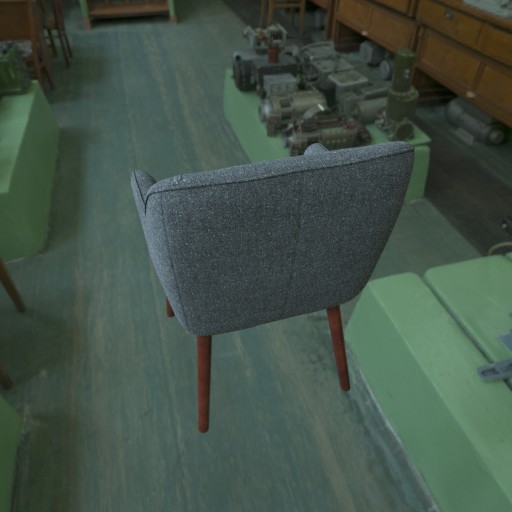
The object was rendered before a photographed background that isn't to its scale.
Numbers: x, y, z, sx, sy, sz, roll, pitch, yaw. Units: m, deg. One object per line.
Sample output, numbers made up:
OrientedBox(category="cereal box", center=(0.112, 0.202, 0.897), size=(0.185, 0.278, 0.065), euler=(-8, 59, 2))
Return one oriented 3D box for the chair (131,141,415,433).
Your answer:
OrientedBox(category="chair", center=(0.000, 0.000, 1.145), size=(0.543, 0.803, 0.519), euler=(-12, 43, -13))
